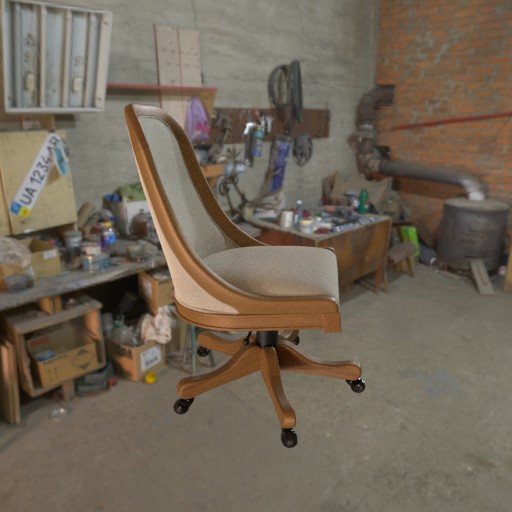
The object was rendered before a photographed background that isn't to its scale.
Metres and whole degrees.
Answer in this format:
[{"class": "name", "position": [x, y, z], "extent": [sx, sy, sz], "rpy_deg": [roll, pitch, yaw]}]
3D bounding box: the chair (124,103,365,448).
[{"class": "chair", "position": [0.000, 0.000, 1.546], "extent": [0.811, 1.009, 0.702], "rpy_deg": [3, 17, 8]}]
